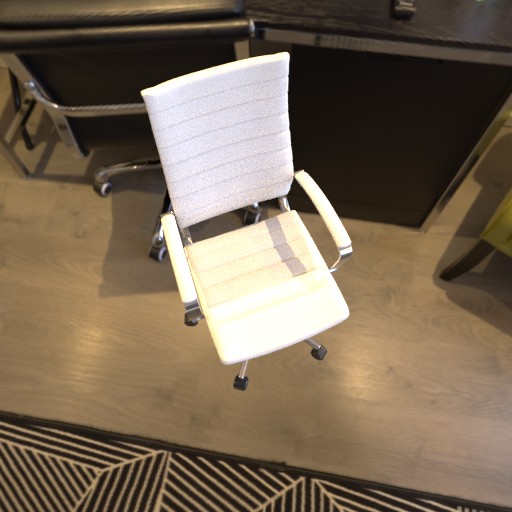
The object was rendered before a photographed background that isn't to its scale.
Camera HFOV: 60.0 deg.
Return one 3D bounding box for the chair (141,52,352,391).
[{"bbox_3d":[0.000,0.000,1.608,0.679,1.149,0.679,-19,65,-9],"label":"chair"}]
